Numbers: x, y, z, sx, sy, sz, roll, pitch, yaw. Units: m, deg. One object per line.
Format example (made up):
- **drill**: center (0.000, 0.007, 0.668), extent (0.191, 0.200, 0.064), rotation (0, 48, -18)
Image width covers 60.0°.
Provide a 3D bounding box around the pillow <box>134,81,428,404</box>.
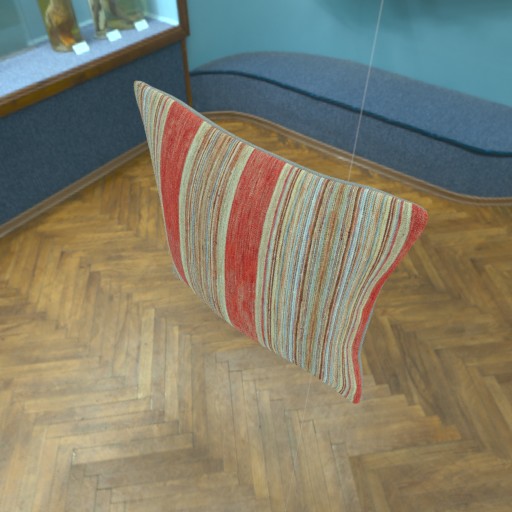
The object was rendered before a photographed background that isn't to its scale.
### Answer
- **pillow**: center (0.000, 0.000, 0.664), extent (0.437, 0.419, 0.136), rotation (31, 54, 26)
